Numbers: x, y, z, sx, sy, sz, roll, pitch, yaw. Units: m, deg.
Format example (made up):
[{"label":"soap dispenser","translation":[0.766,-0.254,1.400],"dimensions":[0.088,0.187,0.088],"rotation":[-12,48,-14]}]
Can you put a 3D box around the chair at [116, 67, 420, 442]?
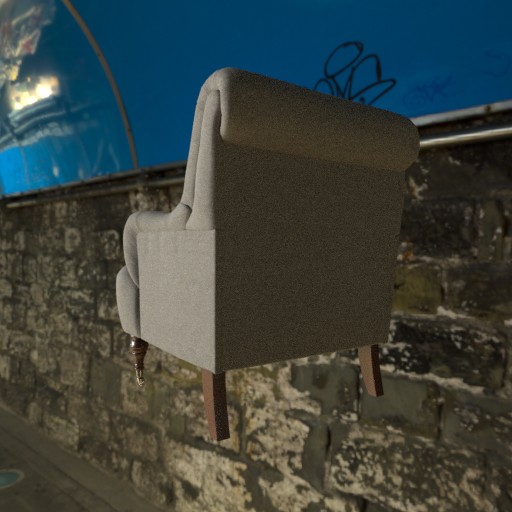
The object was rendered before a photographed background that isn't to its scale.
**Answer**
[{"label":"chair","translation":[0.000,0.000,1.553],"dimensions":[0.766,0.942,0.843],"rotation":[0,0,-35]}]
